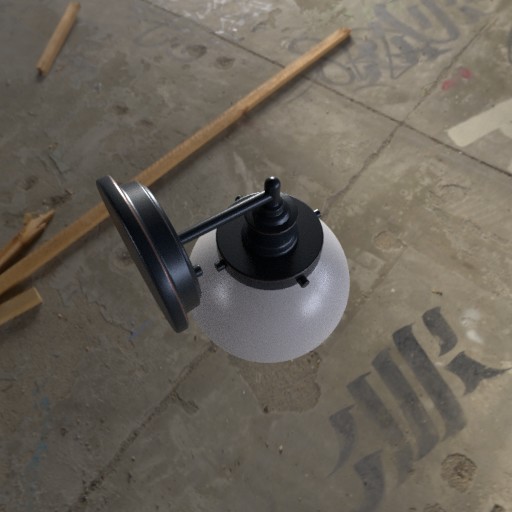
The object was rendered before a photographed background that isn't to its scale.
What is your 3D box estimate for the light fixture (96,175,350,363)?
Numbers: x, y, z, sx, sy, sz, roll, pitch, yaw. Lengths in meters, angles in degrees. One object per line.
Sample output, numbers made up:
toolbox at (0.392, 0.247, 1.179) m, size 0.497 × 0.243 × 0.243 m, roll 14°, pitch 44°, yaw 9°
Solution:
light fixture at (0.000, 0.000, 0.475) m, size 0.230 × 0.332 × 0.197 m, roll -28°, pitch 63°, yaw -16°
